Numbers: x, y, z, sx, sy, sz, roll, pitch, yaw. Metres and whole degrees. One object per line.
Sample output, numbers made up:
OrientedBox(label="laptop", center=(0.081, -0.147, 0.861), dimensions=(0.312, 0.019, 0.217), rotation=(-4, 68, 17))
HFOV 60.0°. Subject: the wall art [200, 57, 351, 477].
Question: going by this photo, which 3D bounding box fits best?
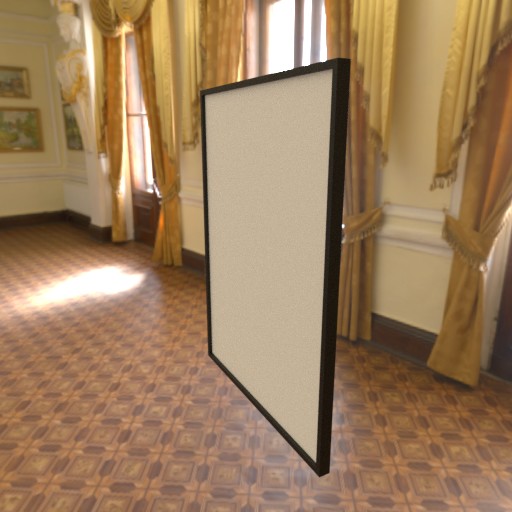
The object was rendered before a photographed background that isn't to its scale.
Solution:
OrientedBox(label="wall art", center=(0.000, 0.000, 1.431), dimensions=(0.036, 1.070, 0.802), rotation=(-8, 17, -27))
